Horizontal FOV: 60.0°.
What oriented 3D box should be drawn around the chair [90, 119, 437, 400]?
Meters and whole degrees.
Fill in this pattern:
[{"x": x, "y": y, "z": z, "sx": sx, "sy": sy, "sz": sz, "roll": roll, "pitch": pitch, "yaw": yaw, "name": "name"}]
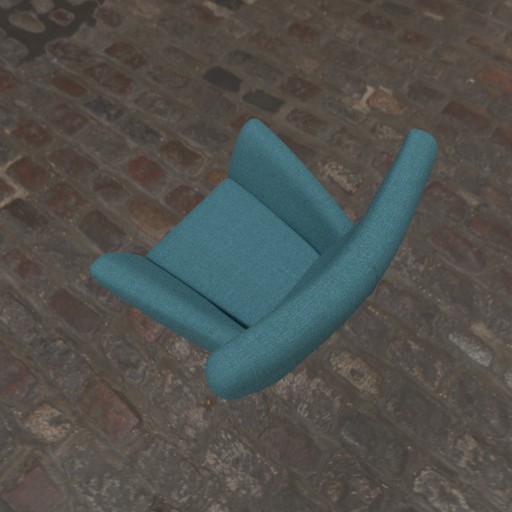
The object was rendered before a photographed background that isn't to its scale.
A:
[{"x": 0.000, "y": 0.000, "z": 1.737, "sx": 0.900, "sy": 0.980, "sz": 1.050, "roll": 36, "pitch": 68, "yaw": 17, "name": "chair"}]
